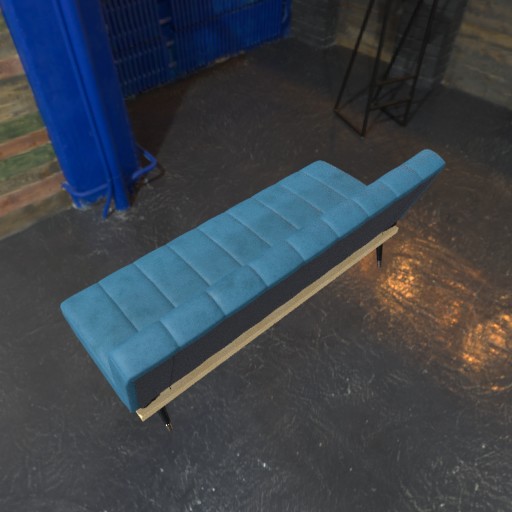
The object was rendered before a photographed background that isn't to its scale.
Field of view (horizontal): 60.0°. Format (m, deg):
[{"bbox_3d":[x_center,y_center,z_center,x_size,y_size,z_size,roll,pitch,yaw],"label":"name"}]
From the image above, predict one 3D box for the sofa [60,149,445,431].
[{"bbox_3d":[0.000,0.000,2.285,1.810,0.825,0.830,-32,55,-27],"label":"sofa"}]
